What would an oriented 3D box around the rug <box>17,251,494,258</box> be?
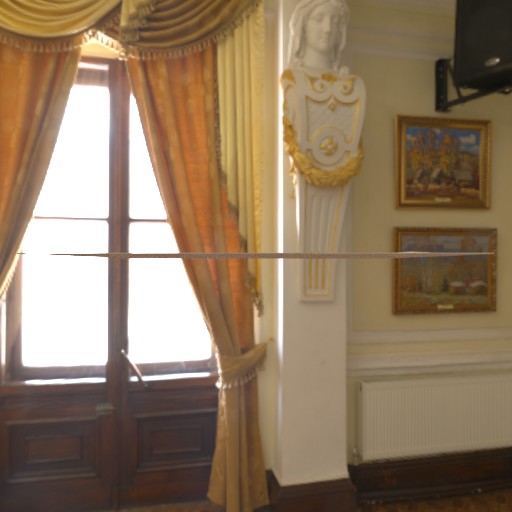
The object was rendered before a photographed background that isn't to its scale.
[{"bbox_3d":[0.000,0.000,4.048,3.051,0.021,2.448,0,-1,0],"label":"rug"}]
